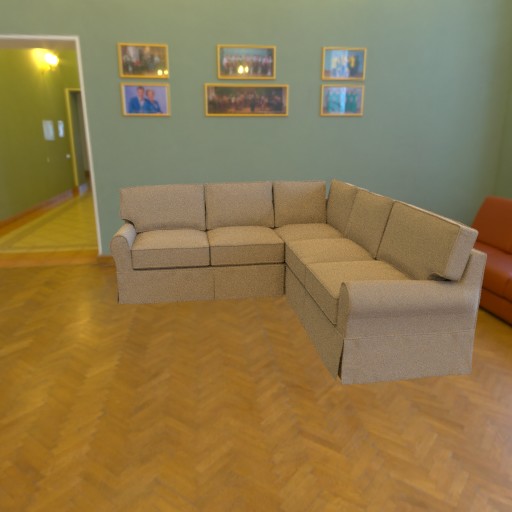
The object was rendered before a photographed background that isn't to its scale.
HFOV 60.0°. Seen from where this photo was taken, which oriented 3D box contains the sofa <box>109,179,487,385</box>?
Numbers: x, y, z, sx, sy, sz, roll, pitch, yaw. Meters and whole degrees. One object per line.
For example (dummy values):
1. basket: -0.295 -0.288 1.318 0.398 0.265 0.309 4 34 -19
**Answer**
1. sofa: 0.000 0.000 4.082 2.730 1.124 2.733 -2 16 -9
